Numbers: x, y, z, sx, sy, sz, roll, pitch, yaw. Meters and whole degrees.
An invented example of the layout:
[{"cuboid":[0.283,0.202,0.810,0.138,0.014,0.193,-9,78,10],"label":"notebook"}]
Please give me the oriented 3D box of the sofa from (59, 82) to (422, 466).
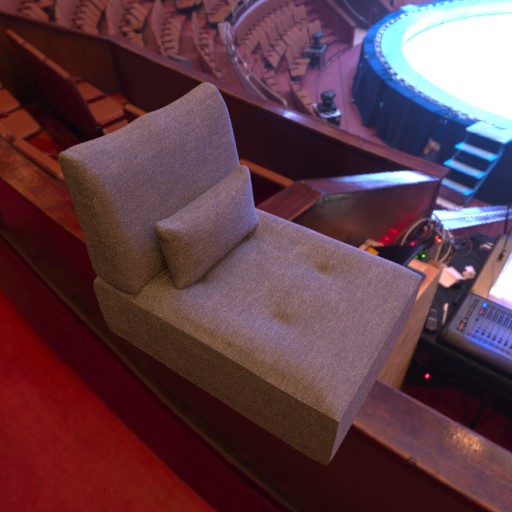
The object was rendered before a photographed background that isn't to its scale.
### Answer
[{"cuboid":[0.000,0.000,1.532,1.000,0.820,0.700,24,47,25],"label":"sofa"}]
